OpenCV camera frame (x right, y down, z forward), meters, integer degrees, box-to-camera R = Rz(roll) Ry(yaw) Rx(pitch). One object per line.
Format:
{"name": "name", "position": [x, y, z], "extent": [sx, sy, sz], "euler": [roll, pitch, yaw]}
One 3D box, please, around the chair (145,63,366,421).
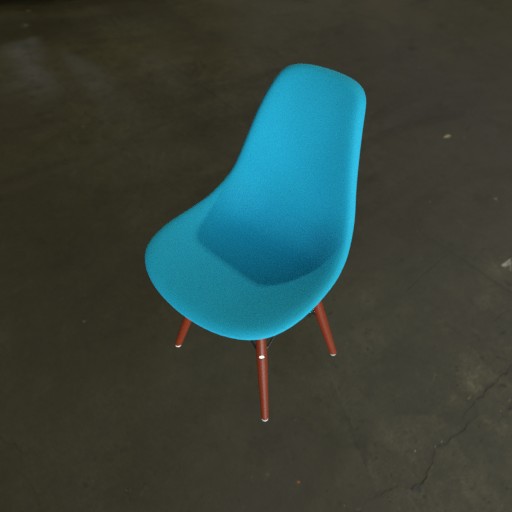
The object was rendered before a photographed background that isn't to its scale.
{"name": "chair", "position": [0.000, 0.000, 1.180], "extent": [0.470, 0.826, 0.533], "euler": [32, 53, 28]}
